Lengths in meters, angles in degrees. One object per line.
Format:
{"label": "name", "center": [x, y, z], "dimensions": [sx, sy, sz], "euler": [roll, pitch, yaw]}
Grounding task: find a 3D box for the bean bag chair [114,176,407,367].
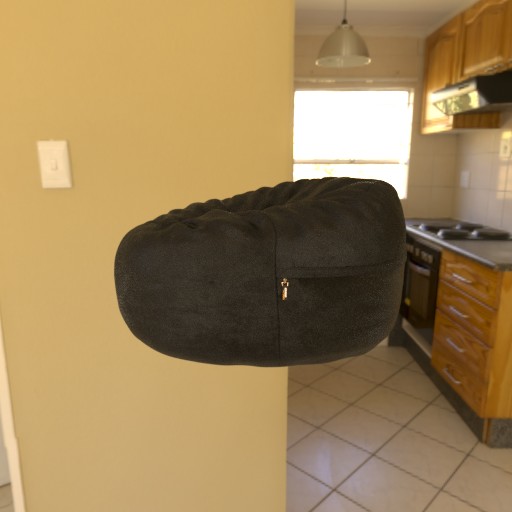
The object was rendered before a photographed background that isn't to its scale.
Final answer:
{"label": "bean bag chair", "center": [0.000, 0.000, 2.489], "dimensions": [1.524, 0.878, 1.524], "euler": [-2, 12, -10]}
